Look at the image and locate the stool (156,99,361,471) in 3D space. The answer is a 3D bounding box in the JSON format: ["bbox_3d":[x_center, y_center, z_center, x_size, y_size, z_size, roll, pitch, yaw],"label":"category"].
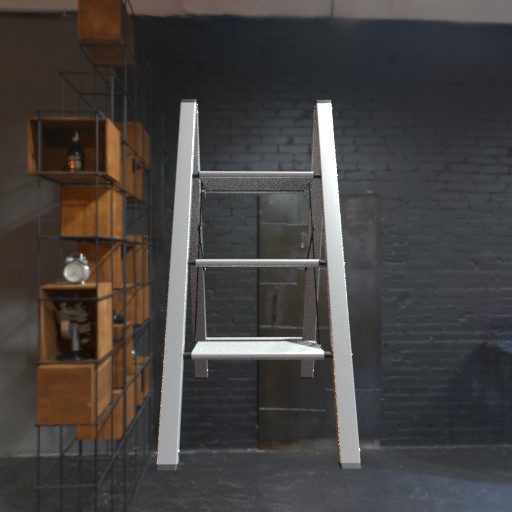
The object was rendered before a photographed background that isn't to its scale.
[{"bbox_3d":[0.000,0.000,1.298,0.441,0.902,0.730,0,0,-1],"label":"stool"}]
